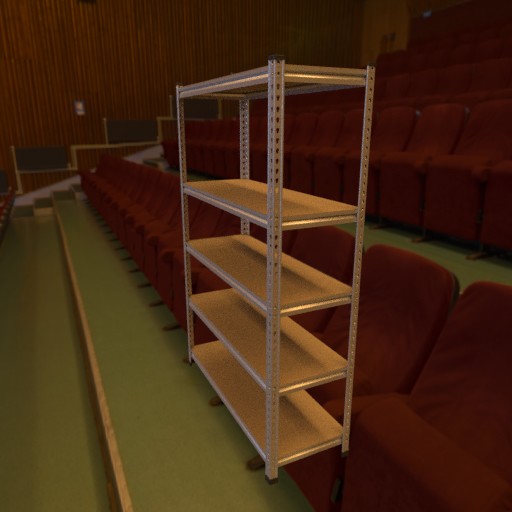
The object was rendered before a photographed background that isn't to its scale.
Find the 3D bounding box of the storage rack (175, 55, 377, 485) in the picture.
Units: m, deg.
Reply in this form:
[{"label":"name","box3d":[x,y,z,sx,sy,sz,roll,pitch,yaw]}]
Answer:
[{"label":"storage rack","box3d":[0.000,0.000,2.406,0.457,1.829,1.219,-8,18,-25]}]
